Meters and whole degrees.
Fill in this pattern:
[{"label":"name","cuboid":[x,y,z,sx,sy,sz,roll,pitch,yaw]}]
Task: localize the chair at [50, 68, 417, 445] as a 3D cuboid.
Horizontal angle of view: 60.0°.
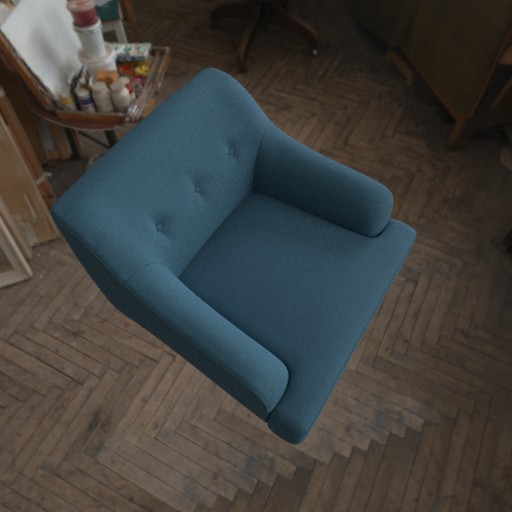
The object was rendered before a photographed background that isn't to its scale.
[{"label":"chair","cuboid":[0.000,0.000,1.655,0.951,0.818,0.946,29,63,16]}]
